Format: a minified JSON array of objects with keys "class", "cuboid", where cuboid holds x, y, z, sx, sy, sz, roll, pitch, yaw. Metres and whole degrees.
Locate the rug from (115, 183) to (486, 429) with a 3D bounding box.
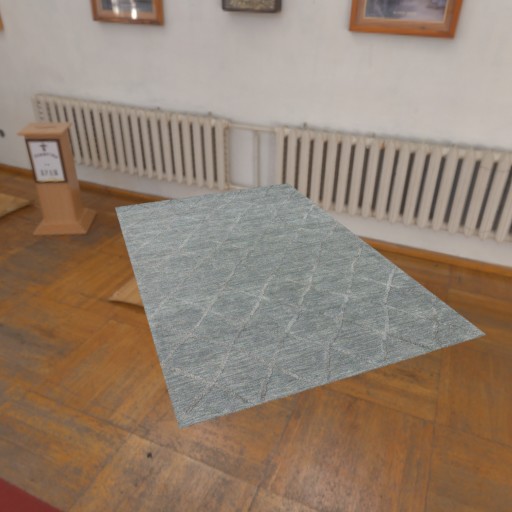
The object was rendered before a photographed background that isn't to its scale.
[{"class":"rug","cuboid":[0.000,0.000,2.854,1.521,0.006,2.283,-11,31,-19]}]
